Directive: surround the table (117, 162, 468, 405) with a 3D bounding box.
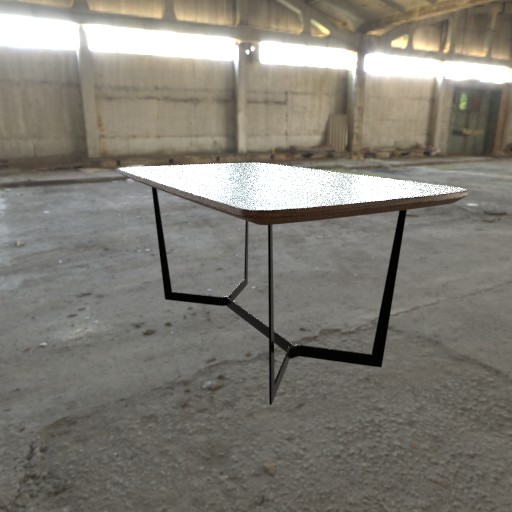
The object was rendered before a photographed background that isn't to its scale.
[{"bbox_3d":[0.000,0.000,2.155,0.949,0.765,1.643,-9,18,-28],"label":"table"}]
